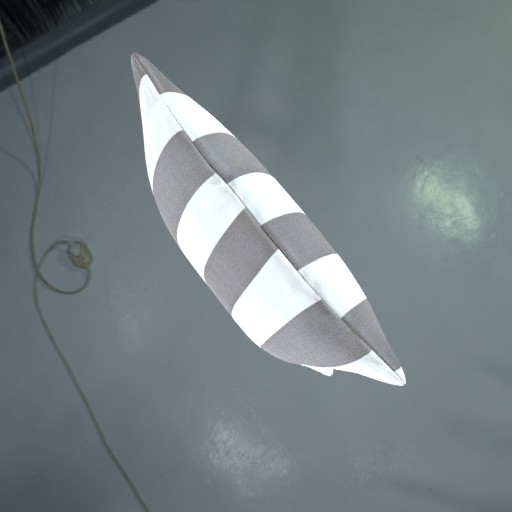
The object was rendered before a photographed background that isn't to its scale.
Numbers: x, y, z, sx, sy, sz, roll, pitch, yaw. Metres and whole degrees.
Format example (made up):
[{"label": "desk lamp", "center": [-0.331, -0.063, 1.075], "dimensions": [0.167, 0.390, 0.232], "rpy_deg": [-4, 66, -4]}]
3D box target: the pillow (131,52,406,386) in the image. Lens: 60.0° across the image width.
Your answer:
[{"label": "pillow", "center": [0.000, 0.000, 0.763], "dimensions": [0.192, 0.507, 0.522], "rpy_deg": [-37, 79, -8]}]
